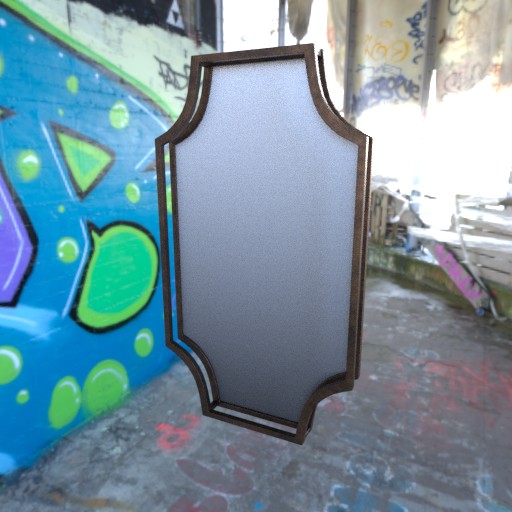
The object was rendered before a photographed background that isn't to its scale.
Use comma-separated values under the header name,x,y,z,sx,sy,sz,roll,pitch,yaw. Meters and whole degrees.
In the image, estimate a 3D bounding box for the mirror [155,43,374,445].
name,x,y,z,sx,sy,sz,roll,pitch,yaw
mirror,0.000,0.000,0.956,0.462,0.811,0.066,7,15,25
